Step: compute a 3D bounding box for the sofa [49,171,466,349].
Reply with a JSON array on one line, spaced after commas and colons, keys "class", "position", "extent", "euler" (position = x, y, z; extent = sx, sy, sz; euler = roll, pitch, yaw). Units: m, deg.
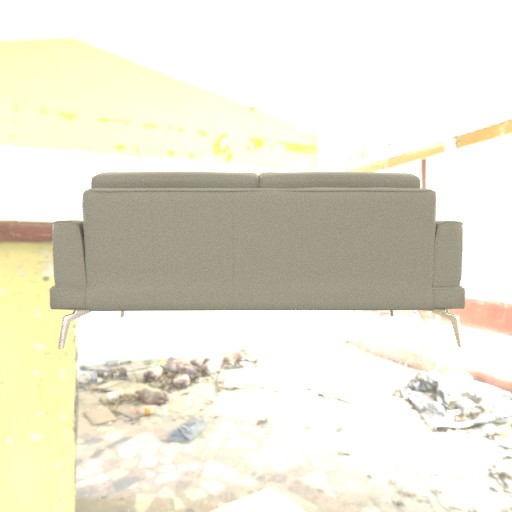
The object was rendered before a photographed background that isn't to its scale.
[{"class": "sofa", "position": [0.000, 0.000, 2.776], "extent": [2.177, 0.930, 1.121], "euler": [0, 1, -1]}]
